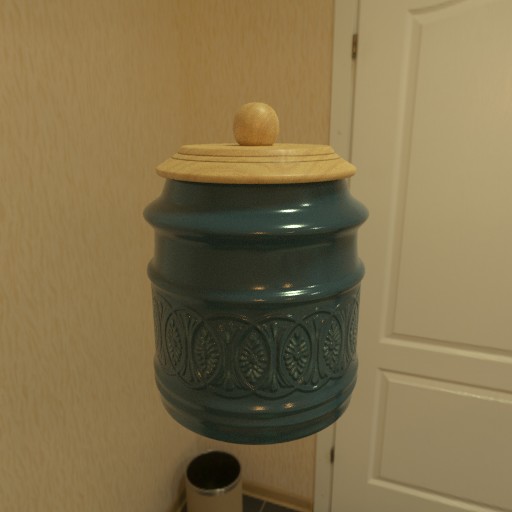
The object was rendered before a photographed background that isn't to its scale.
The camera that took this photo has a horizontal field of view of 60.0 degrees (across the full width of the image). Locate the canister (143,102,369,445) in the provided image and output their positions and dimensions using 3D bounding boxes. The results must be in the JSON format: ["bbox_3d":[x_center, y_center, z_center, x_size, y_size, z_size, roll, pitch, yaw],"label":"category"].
[{"bbox_3d":[0.000,0.000,0.269,0.130,0.176,0.130,0,16,0],"label":"canister"}]
